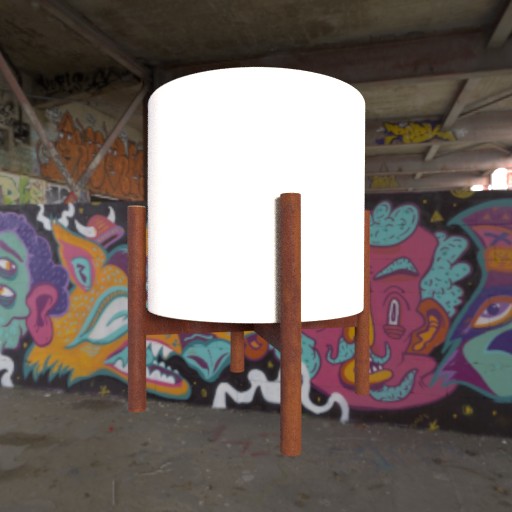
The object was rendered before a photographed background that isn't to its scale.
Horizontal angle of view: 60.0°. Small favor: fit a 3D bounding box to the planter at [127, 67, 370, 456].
[{"bbox_3d":[0.000,0.000,0.885,0.420,0.581,0.421,0,1,35],"label":"planter"}]
